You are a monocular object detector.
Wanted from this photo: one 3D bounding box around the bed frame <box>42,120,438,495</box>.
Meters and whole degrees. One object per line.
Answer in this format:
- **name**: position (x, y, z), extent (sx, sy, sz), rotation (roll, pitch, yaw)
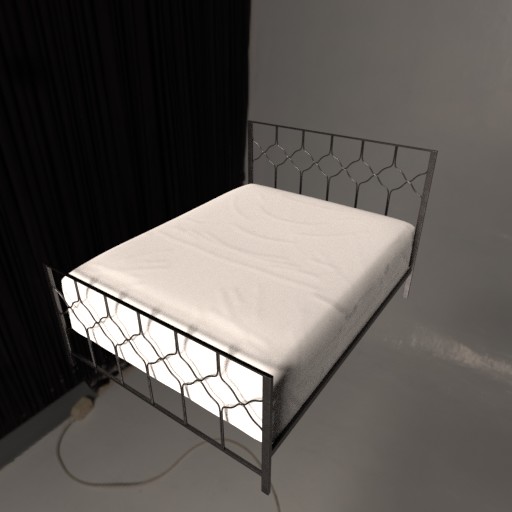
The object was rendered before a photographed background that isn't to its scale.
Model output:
- **bed frame**: position (0.000, 0.000, 3.002), extent (1.597, 1.222, 2.063), rotation (19, 35, 30)
